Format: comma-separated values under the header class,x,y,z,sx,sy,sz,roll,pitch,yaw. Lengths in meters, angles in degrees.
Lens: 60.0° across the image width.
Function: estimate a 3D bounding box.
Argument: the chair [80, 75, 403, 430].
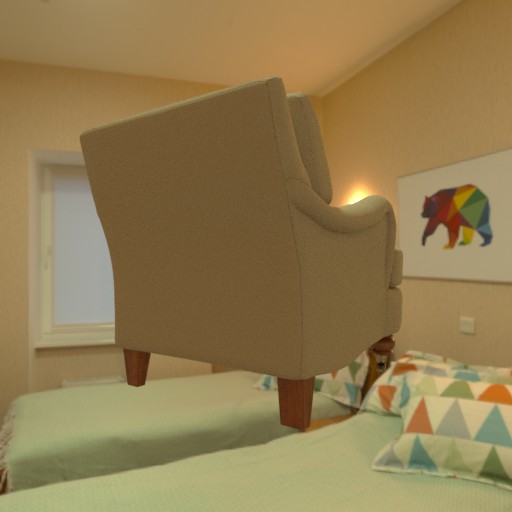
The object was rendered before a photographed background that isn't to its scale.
class,x,y,z,sx,sy,sz,roll,pitch,yaw
chair,0.000,0.000,1.824,0.955,1.038,1.070,0,0,36
